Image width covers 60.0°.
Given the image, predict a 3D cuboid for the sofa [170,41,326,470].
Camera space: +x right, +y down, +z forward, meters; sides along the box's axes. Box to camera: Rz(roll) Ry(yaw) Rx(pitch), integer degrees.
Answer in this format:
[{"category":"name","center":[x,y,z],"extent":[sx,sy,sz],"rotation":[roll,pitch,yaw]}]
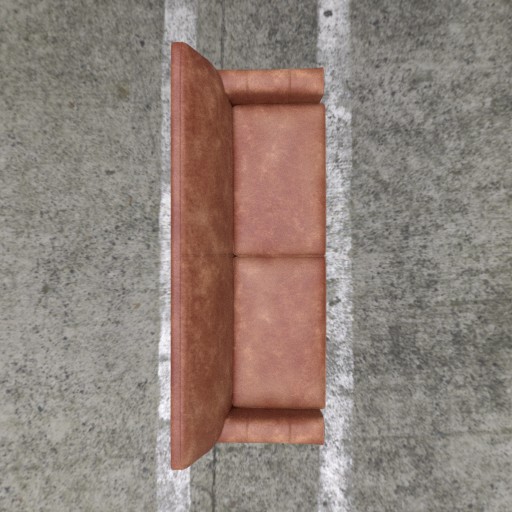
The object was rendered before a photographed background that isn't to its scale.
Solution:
[{"category":"sofa","center":[0.000,0.000,2.552],"extent":[0.805,0.947,2.053],"rotation":[0,90,0]}]
